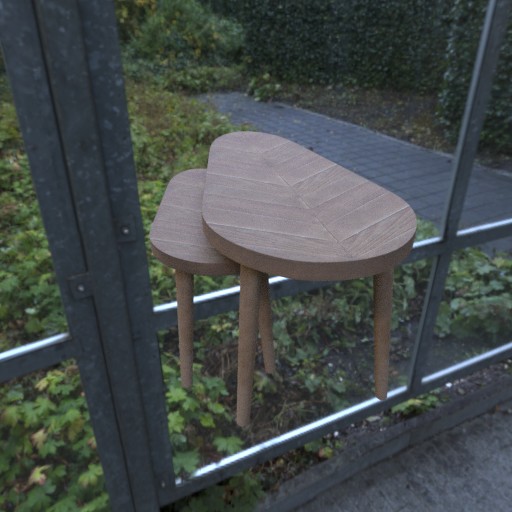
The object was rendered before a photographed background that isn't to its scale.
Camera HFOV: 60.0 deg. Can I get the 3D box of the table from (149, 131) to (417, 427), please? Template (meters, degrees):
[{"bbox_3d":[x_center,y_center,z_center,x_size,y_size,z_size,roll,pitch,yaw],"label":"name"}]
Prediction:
[{"bbox_3d":[0.000,0.000,1.566,0.701,0.595,1.190,-6,29,-12],"label":"table"}]
